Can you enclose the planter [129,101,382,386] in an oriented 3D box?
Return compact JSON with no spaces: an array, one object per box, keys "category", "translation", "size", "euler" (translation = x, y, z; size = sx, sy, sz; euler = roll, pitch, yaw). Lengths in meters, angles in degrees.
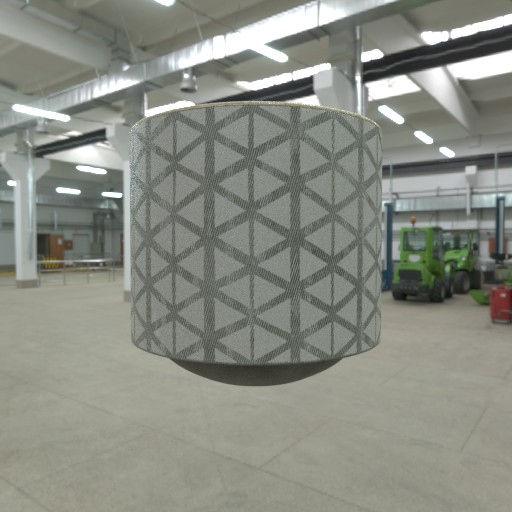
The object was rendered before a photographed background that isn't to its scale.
[{"category":"planter","translation":[0.000,0.000,0.459],"size":[0.250,0.239,0.250],"euler":[0,2,0]}]
